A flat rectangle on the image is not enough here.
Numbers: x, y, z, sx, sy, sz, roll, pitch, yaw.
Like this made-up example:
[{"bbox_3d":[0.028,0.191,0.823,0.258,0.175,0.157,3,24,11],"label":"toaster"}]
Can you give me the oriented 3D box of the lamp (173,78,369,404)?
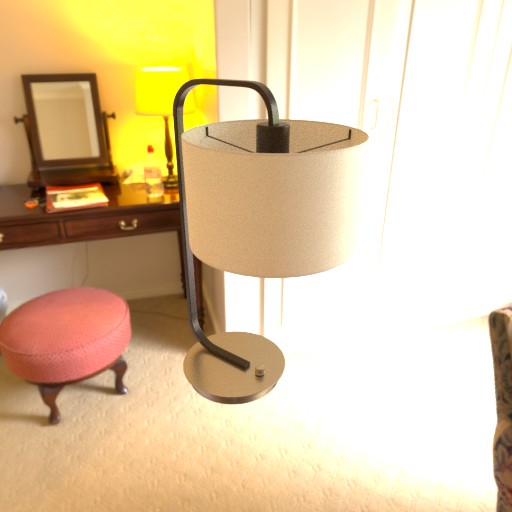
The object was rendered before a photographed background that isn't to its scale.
[{"bbox_3d":[0.000,0.000,0.644,0.288,0.473,0.230,18,31,32],"label":"lamp"}]
